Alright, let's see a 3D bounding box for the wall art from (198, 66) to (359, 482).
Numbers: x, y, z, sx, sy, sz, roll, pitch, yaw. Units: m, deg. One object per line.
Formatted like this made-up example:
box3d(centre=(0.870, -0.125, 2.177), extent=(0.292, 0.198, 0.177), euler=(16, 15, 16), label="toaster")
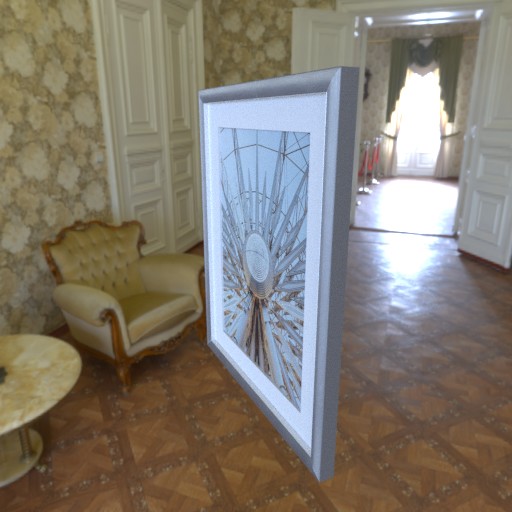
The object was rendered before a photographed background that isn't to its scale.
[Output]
box3d(centre=(0.000, 0.000, 0.760), extent=(0.029, 0.558, 0.458), euler=(-8, 19, -25), label="wall art")
